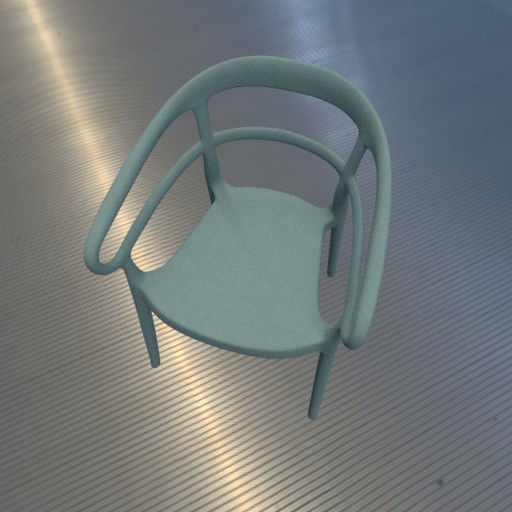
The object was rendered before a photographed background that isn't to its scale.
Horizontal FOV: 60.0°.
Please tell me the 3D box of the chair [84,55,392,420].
[{"bbox_3d":[0.000,0.000,1.122,0.559,0.761,0.527,15,58,10],"label":"chair"}]
